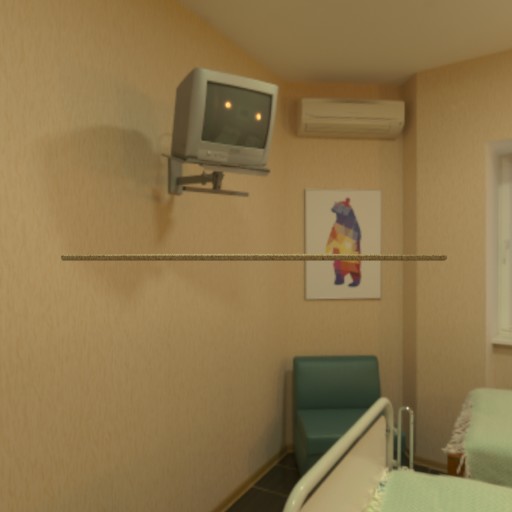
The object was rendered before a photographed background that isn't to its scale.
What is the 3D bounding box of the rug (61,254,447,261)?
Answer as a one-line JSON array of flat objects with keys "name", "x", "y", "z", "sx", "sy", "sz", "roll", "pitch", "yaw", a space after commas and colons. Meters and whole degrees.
[{"name": "rug", "x": 0.000, "y": 0.000, "z": 3.413, "sx": 1.800, "sy": 0.025, "sz": 2.699, "roll": 0, "pitch": 0, "yaw": 1}]
